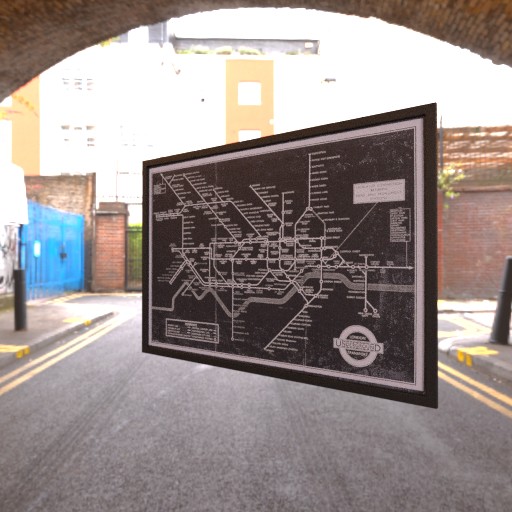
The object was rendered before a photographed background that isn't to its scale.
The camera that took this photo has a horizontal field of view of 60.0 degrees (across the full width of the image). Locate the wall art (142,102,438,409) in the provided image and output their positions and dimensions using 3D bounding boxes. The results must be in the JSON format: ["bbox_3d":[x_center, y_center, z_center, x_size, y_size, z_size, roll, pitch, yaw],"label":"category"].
[{"bbox_3d":[0.000,0.000,1.526,1.192,0.811,0.013,0,0,36],"label":"wall art"}]
